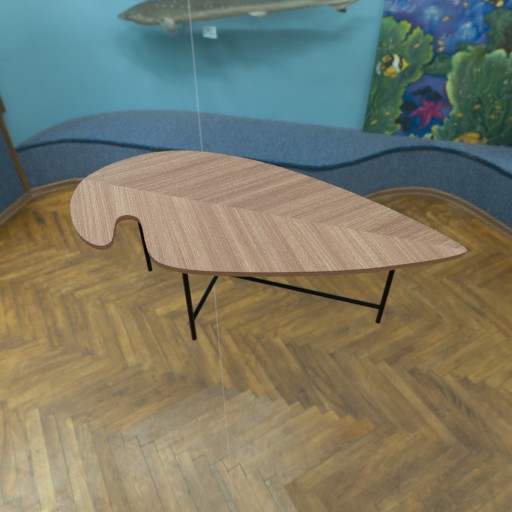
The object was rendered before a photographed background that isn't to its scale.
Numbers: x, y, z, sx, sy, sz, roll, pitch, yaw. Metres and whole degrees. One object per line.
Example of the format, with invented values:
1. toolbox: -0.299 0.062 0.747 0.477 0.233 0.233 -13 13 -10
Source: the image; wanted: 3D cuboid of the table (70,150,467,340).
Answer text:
1. table: 0.000 0.000 1.454 1.199 0.360 0.598 12 43 13
